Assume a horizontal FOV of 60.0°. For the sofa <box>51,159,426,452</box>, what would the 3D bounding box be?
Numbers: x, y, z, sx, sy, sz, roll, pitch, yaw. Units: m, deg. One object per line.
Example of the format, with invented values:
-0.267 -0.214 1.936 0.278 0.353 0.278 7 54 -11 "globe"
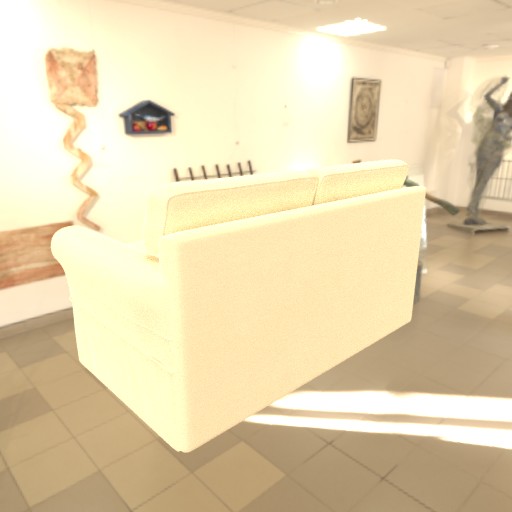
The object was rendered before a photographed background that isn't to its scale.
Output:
0.000 0.000 2.310 1.727 0.940 0.991 -15 23 -41 "sofa"
